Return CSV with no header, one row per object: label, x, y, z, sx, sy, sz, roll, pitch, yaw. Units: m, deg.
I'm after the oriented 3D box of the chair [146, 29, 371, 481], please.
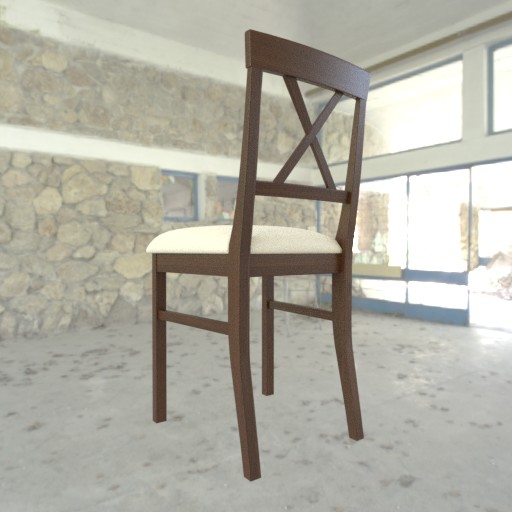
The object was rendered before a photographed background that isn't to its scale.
chair,0.000,0.000,1.173,0.440,0.913,0.480,-1,1,-36
